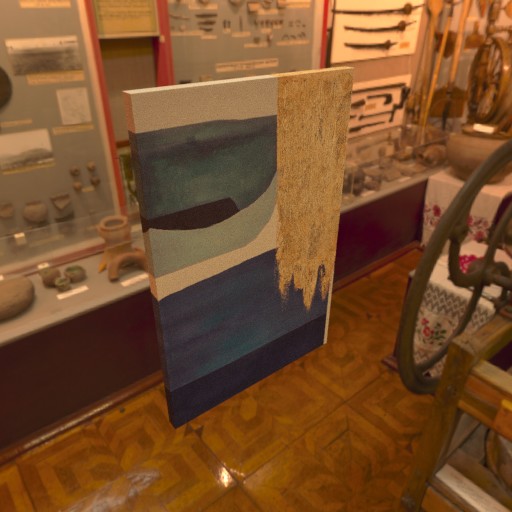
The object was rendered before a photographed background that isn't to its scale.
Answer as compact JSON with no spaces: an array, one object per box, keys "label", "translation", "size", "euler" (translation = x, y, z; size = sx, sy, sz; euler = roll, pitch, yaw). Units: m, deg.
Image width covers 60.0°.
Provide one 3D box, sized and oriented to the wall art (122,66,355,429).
[{"label":"wall art","translation":[0.000,0.000,1.210],"size":[0.607,0.911,0.039],"euler":[-21,36,-32]}]
